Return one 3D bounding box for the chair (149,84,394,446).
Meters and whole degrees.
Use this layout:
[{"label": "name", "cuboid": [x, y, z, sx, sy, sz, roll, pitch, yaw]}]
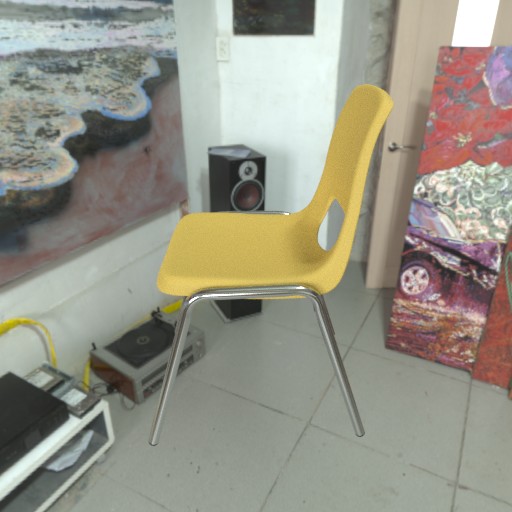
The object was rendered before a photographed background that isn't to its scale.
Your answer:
[{"label": "chair", "cuboid": [0.000, 0.000, 0.908, 0.436, 0.653, 0.381, -1, 26, -1]}]
